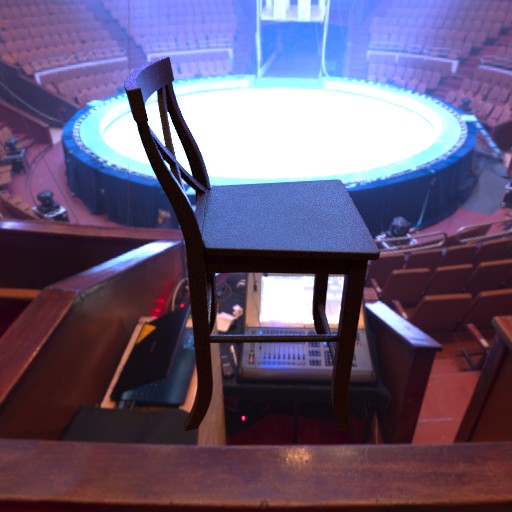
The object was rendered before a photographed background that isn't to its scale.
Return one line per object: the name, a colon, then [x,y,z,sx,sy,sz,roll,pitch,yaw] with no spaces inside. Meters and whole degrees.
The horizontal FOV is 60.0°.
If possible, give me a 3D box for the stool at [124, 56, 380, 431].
stool: [0.000,0.000,1.256,0.559,0.989,0.452,-1,31,-2]
